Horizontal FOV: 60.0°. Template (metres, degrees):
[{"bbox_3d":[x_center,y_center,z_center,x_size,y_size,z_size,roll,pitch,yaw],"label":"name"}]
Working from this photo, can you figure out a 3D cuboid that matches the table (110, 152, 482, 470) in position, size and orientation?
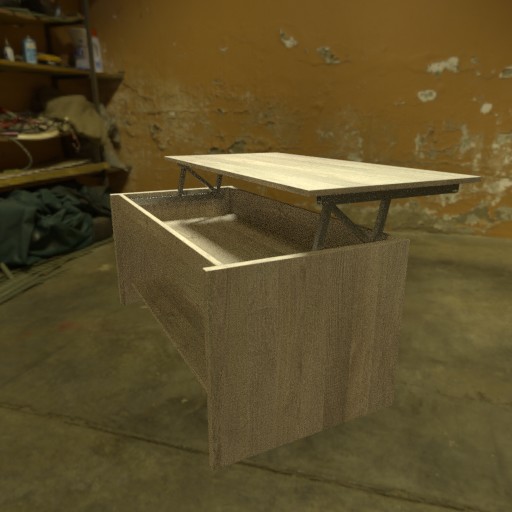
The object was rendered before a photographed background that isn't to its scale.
[{"bbox_3d":[0.000,0.000,1.421,0.712,0.570,1.000,-8,19,-26],"label":"table"}]
